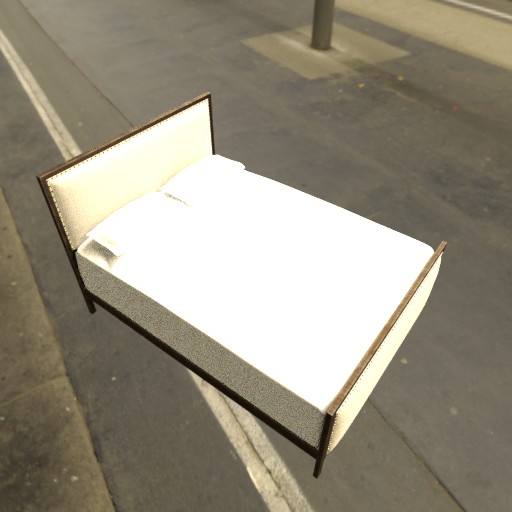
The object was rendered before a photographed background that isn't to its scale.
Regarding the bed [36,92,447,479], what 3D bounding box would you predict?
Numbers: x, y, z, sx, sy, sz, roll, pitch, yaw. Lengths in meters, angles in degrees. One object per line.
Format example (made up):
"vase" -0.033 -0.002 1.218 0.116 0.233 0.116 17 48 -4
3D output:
"bed" 0.000 0.000 3.184 2.221 1.313 1.607 27 49 26
